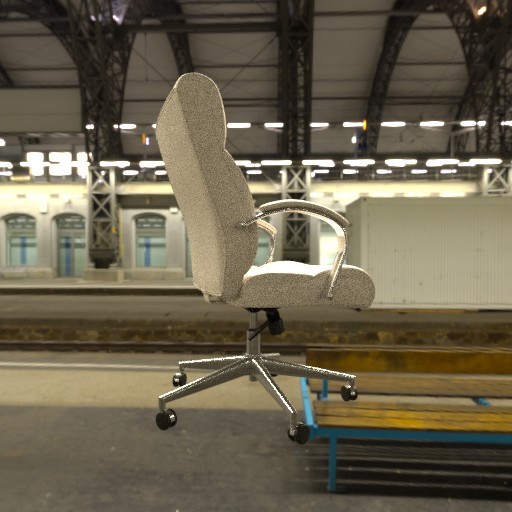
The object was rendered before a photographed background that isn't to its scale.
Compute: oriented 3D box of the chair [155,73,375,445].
[{"bbox_3d":[0.000,0.000,1.621,0.745,1.099,0.727,0,1,-19],"label":"chair"}]
